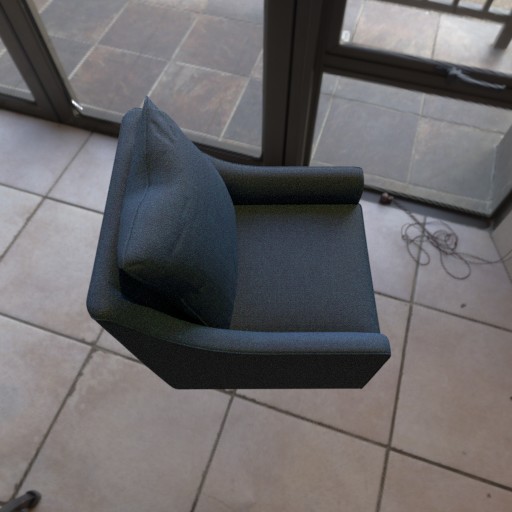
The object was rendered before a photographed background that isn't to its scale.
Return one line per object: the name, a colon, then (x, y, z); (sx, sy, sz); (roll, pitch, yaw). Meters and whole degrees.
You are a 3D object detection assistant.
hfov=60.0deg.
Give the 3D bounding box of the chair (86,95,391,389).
chair: (0.000, 0.000, 1.592); (0.870, 0.939, 0.750); (0, 61, 0)
